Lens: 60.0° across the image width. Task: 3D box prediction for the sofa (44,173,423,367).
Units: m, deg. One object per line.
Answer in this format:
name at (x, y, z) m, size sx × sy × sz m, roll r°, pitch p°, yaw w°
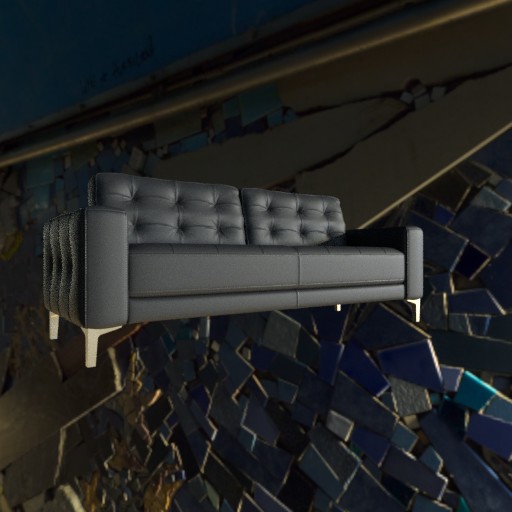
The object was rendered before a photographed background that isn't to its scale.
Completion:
sofa at (0.000, 0.000, 2.721) m, size 2.275 × 0.893 × 0.833 m, roll 0°, pitch 0°, yaw -35°
